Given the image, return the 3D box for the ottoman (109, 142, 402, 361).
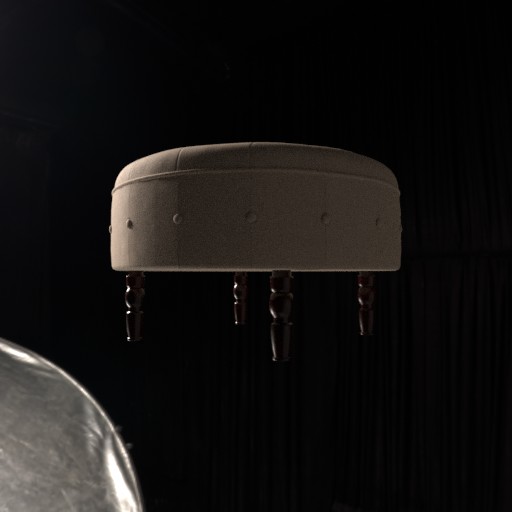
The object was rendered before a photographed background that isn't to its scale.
[{"bbox_3d":[0.000,0.000,1.362,0.848,0.494,0.848,0,-2,0],"label":"ottoman"}]
